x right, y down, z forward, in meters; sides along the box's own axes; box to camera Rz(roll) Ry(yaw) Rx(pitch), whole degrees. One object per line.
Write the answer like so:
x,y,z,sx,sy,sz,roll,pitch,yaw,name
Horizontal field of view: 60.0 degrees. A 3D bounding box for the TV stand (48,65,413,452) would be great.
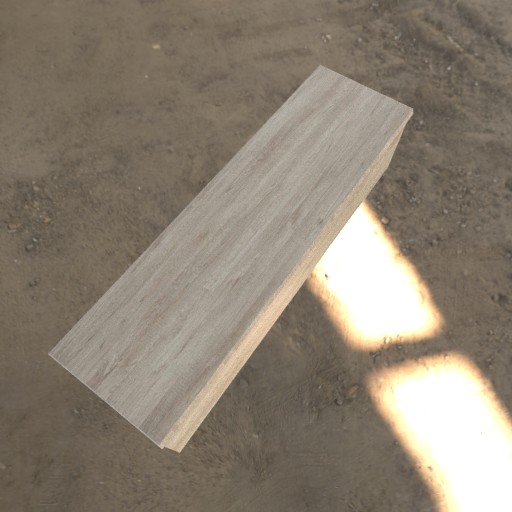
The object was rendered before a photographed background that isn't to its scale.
0.000,0.000,1.579,0.401,0.565,1.313,32,67,15,TV stand
